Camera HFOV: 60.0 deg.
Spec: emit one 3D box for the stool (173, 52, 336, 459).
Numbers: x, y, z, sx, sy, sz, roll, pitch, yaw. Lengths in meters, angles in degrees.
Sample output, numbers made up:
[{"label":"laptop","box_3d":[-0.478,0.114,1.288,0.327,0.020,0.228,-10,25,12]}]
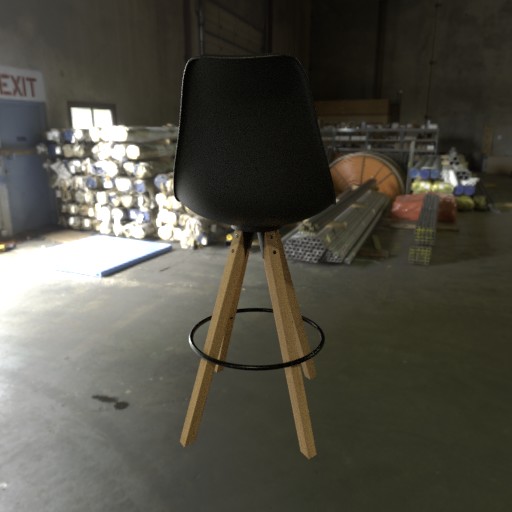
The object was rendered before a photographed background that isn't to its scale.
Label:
[{"label":"stool","box_3d":[0.000,0.000,1.417,0.485,1.115,0.550,2,16,7]}]
